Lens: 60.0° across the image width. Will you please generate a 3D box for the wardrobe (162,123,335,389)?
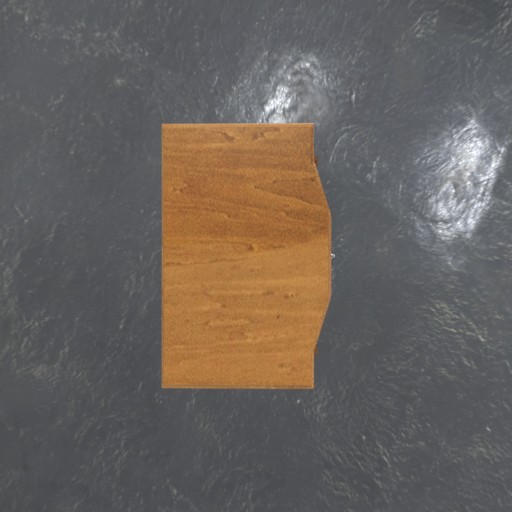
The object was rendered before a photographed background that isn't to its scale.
[{"bbox_3d":[0.000,0.000,1.151,0.273,0.959,0.406,0,90,1],"label":"wardrobe"}]
